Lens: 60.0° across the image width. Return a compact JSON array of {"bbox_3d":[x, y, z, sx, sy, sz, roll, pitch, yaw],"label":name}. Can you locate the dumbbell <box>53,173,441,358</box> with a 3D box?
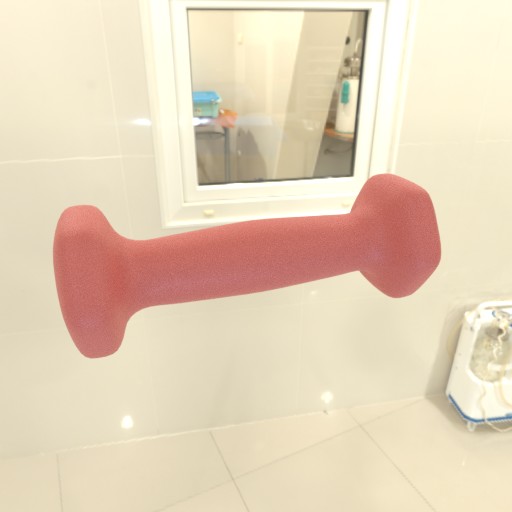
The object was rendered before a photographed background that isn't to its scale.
[{"bbox_3d":[0.000,0.000,0.150,0.123,0.043,0.047,-9,28,-17],"label":"dumbbell"}]
